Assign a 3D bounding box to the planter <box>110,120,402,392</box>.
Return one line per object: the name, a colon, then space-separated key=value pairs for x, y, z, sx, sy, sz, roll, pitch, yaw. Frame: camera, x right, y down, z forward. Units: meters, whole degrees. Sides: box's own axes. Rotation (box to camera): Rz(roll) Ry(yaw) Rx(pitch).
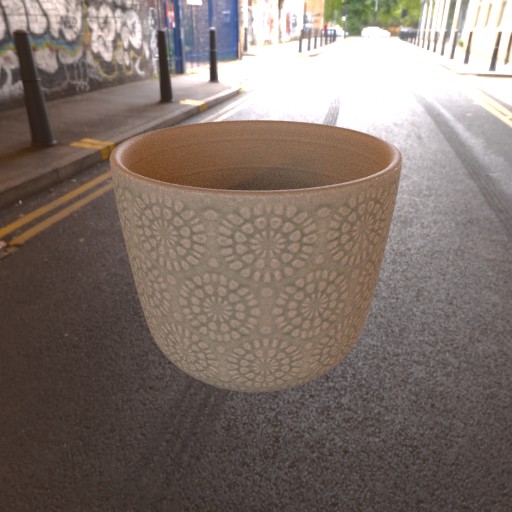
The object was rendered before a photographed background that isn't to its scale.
planter: x=0.000 y=0.000 z=0.220 sx=0.124 sy=0.109 sz=0.124 roll=0 pitch=27 yaw=0
